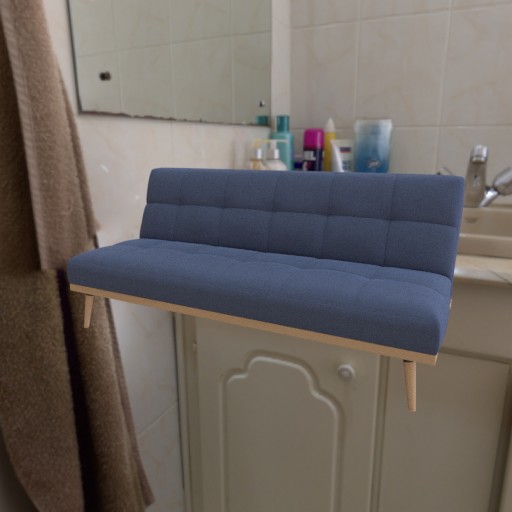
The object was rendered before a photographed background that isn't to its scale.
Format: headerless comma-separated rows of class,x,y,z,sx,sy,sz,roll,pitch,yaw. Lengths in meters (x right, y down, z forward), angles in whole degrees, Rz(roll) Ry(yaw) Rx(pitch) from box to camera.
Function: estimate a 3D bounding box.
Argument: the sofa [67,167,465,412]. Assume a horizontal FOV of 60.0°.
sofa,0.000,0.000,2.185,1.800,0.800,0.796,7,15,27
